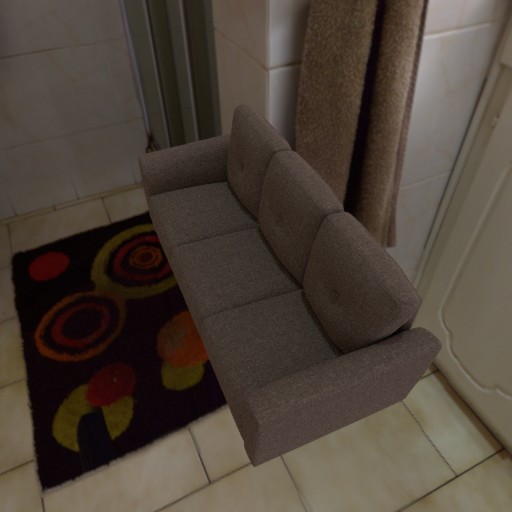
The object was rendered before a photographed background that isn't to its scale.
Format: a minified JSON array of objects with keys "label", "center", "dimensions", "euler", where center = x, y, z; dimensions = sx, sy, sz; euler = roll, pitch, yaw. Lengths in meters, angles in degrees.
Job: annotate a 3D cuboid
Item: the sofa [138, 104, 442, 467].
[{"label":"sofa","center":[0.000,0.000,2.369],"dimensions":[0.837,0.891,1.847],"euler":[-17,48,-16]}]
